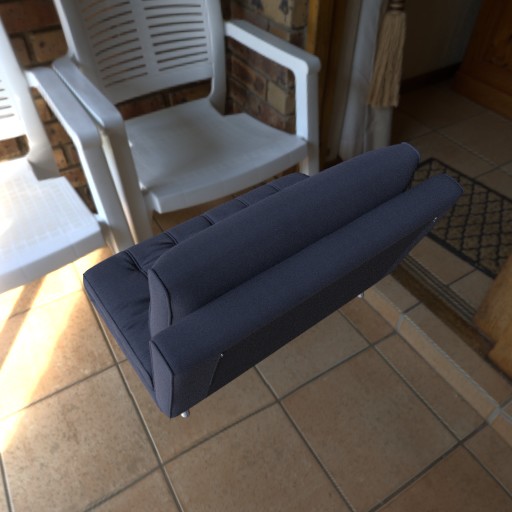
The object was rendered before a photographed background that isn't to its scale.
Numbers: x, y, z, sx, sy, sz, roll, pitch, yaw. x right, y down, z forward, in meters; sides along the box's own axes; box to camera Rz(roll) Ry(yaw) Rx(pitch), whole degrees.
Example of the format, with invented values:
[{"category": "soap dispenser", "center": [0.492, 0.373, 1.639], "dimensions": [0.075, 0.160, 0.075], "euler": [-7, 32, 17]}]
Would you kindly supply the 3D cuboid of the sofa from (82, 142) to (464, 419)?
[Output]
[{"category": "sofa", "center": [0.000, 0.000, 1.817], "dimensions": [1.220, 0.910, 0.910], "euler": [-29, 52, -25]}]
